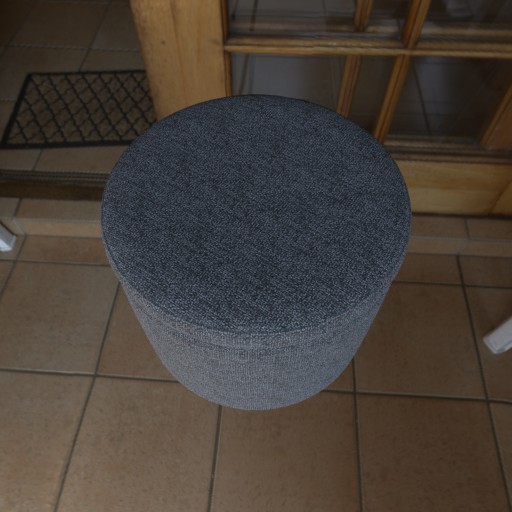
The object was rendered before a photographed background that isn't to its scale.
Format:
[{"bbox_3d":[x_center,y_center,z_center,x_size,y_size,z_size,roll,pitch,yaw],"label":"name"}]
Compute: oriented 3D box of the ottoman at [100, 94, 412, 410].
[{"bbox_3d":[0.000,0.000,0.899,0.520,0.430,0.520,0,57,0],"label":"ottoman"}]
